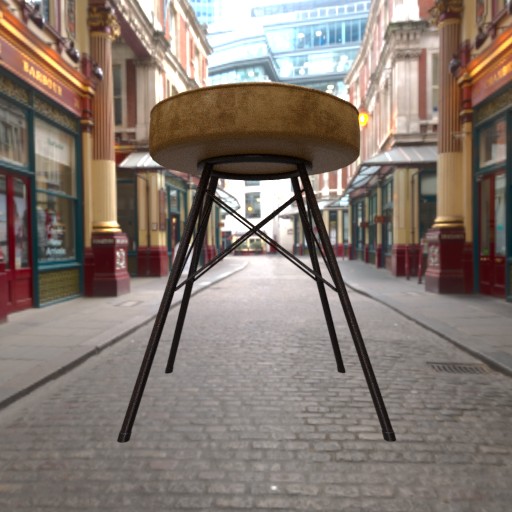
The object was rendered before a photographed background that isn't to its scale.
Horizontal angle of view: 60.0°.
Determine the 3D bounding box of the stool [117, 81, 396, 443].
[{"bbox_3d":[0.000,0.000,0.921,0.472,0.595,0.438,0,1,2],"label":"stool"}]
